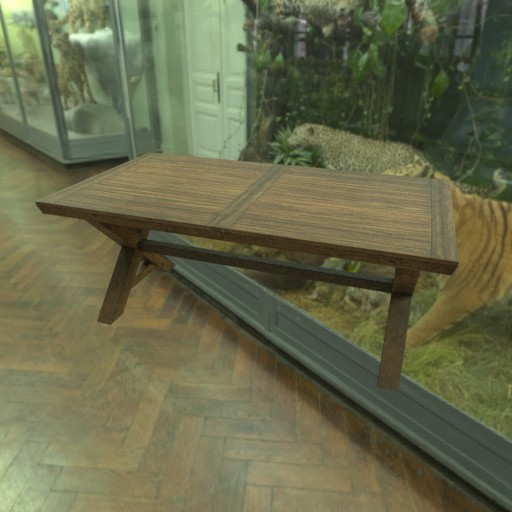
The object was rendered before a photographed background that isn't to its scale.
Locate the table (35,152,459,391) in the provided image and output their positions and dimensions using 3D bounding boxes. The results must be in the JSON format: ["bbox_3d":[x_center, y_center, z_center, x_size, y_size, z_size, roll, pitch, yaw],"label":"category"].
[{"bbox_3d":[0.000,0.000,2.556,1.966,0.793,1.071,9,28,17],"label":"table"}]
